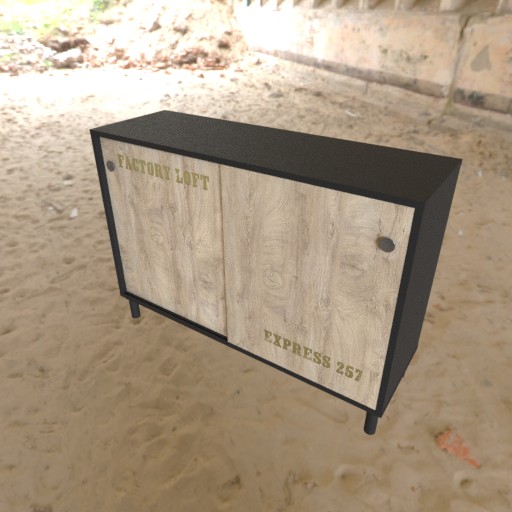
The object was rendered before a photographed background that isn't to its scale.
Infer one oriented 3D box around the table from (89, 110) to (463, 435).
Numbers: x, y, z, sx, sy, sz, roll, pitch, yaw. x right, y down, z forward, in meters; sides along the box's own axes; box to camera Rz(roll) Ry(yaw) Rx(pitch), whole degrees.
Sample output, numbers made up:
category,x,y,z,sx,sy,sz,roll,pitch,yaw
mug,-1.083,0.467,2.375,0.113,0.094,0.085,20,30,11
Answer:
category,x,y,z,sx,sy,sz,roll,pitch,yaw
table,0.000,0.000,1.666,1.200,0.855,0.400,19,35,29
